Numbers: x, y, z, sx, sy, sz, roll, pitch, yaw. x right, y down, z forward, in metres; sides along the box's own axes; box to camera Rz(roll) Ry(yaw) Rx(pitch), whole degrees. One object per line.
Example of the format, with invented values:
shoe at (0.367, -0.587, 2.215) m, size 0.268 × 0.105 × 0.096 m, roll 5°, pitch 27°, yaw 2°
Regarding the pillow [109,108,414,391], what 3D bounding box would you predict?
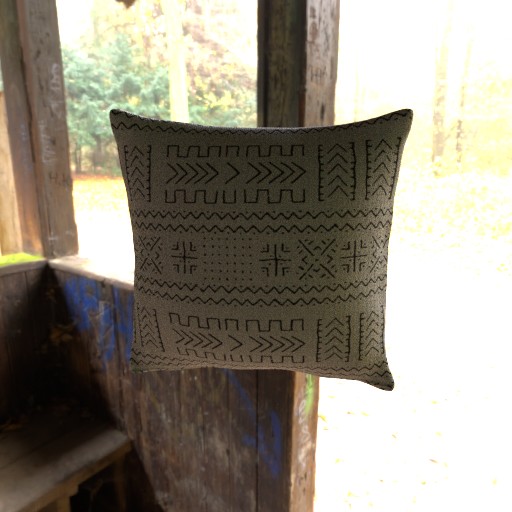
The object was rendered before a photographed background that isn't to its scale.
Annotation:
pillow at (0.000, 0.000, 0.673) m, size 0.438 × 0.430 × 0.164 m, roll 2°, pitch 14°, yaw 9°
